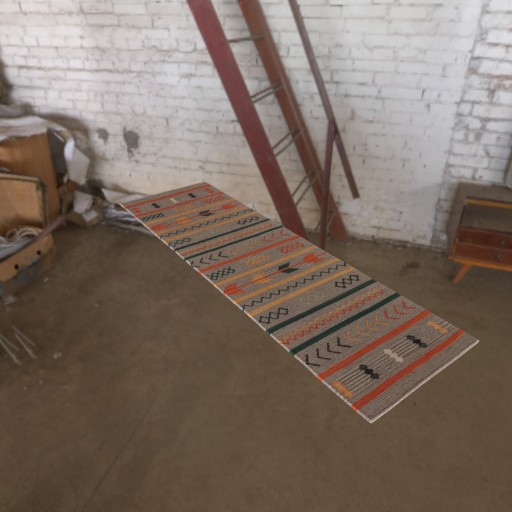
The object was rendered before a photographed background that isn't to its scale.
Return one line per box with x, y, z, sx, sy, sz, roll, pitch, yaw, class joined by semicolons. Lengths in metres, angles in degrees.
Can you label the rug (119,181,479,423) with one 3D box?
0.000;0.000;2.652;0.744;0.022;2.419;-21;37;-31;rug
